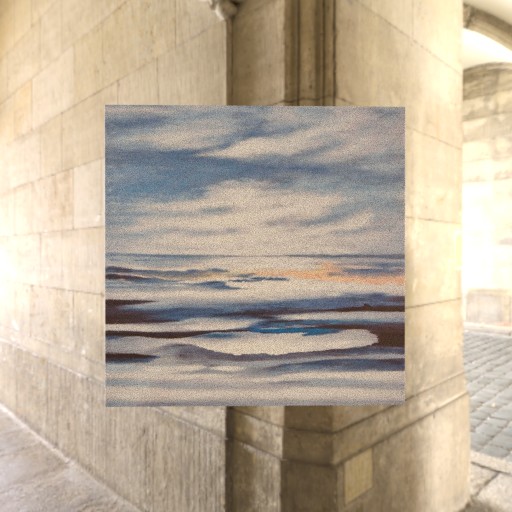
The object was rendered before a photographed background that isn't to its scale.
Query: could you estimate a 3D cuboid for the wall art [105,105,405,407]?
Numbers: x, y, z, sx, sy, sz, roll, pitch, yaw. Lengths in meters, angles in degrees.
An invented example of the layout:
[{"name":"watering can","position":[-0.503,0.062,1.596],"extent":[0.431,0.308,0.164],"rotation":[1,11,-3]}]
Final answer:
[{"name":"wall art","position":[0.000,0.000,1.117],"extent":[0.747,0.747,0.035],"rotation":[0,0,-1]}]
